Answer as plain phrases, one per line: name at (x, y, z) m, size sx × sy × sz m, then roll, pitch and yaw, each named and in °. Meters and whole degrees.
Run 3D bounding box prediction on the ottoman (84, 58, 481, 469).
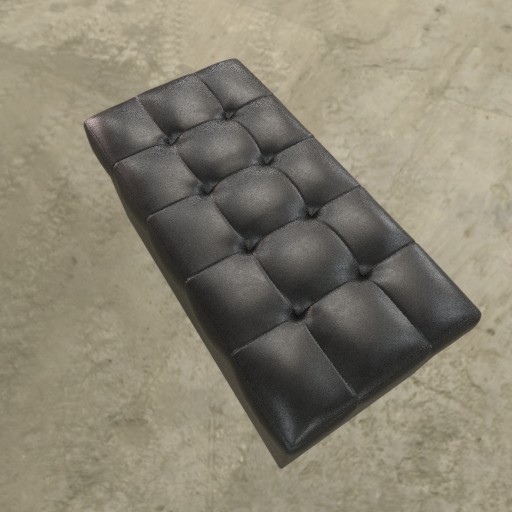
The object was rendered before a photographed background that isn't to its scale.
ottoman at (0.000, 0.000, 1.062) m, size 0.432 × 0.470 × 0.838 m, roll -29°, pitch 64°, yaw -16°
